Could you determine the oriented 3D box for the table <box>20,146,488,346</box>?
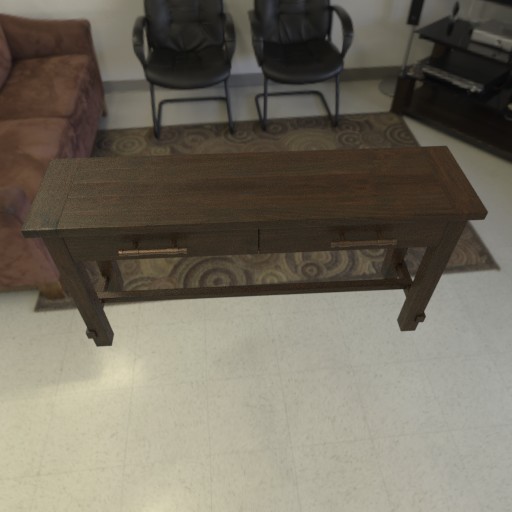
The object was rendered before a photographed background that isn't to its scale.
[{"bbox_3d":[0.000,0.000,1.916,1.599,0.762,0.442,-2,47,-2],"label":"table"}]
